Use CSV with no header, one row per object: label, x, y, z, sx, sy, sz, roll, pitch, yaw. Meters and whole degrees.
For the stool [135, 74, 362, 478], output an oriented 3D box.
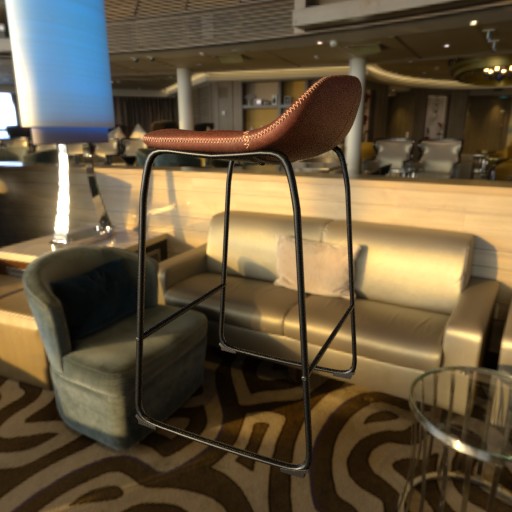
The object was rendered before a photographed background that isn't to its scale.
stool,0.000,0.000,1.126,0.473,0.830,0.454,7,17,24
